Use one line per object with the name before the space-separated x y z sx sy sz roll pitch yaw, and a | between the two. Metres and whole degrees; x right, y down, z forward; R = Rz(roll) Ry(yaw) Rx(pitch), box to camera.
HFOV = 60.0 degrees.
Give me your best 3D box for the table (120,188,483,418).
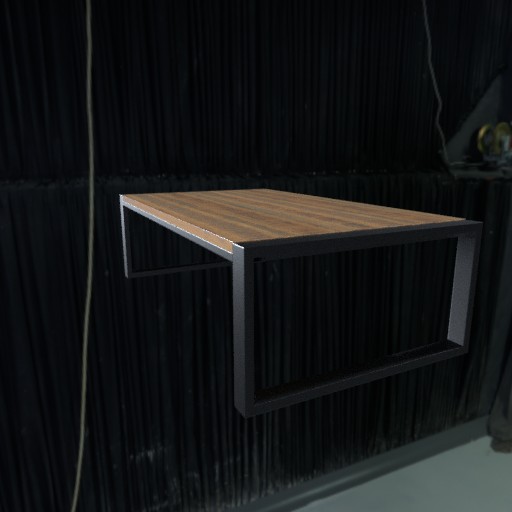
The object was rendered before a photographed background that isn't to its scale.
table | 0.000 0.000 1.715 0.750 0.400 1.350 -7 15 -26
